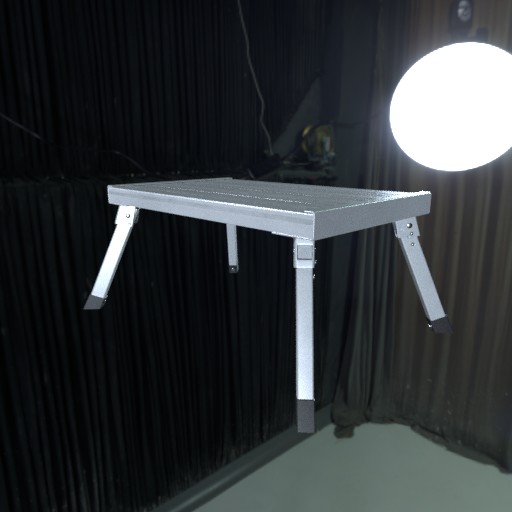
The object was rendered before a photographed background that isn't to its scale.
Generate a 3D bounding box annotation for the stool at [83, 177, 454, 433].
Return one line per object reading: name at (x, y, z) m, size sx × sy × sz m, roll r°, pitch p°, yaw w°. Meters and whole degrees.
stool at (0.000, 0.000, 0.742) m, size 0.385 × 0.225 × 0.535 m, roll -14°, pitch 19°, yaw -43°
